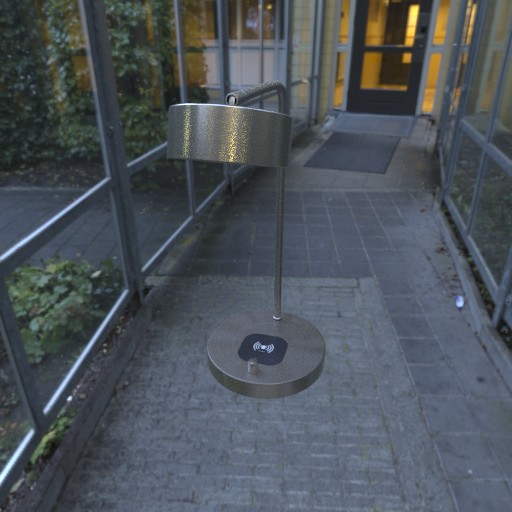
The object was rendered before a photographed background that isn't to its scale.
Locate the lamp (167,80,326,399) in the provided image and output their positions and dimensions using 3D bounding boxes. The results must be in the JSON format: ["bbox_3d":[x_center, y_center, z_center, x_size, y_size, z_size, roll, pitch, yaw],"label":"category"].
[{"bbox_3d":[0.000,0.000,0.648,0.211,0.469,0.334,8,28,15],"label":"lamp"}]
